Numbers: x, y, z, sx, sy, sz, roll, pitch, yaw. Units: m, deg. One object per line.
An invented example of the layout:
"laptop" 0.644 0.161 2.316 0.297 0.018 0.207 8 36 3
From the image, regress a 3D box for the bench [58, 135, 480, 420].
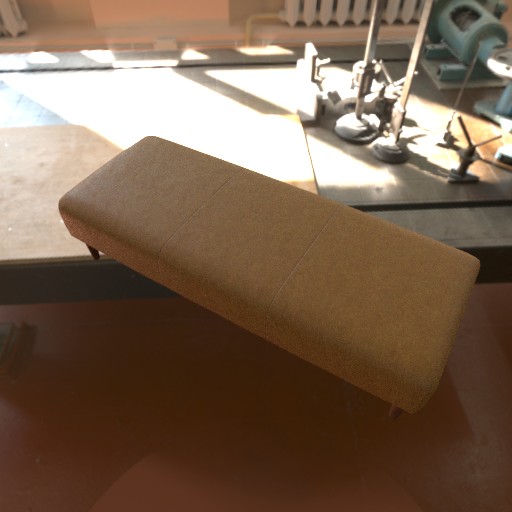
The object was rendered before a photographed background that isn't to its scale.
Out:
"bench" 0.000 0.000 1.869 1.610 0.399 0.653 24 52 20
